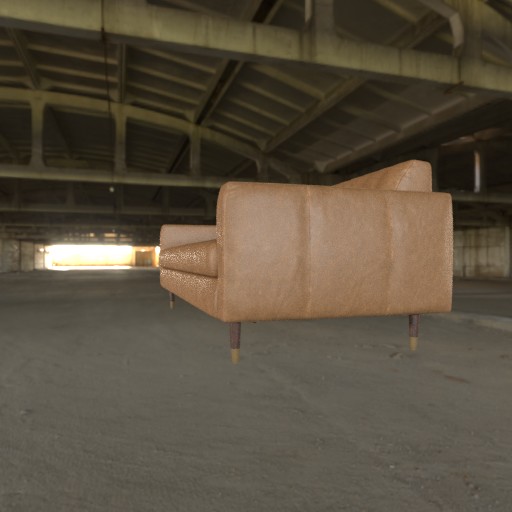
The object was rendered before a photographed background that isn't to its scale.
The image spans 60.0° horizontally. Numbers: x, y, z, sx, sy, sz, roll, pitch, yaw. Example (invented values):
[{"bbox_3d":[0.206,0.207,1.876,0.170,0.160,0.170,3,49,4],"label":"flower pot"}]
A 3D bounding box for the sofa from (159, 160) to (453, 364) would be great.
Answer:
[{"bbox_3d":[0.000,0.000,2.710,0.990,0.821,2.291,0,0,-18],"label":"sofa"}]
